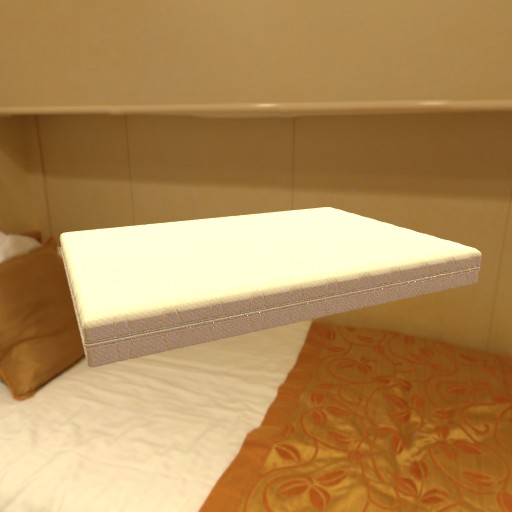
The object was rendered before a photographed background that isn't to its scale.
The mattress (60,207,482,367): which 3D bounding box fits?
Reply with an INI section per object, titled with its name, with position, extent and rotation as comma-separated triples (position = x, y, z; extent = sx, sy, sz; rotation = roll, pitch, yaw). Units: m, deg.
[mattress]
position = 0.000, 0.000, 2.550
extent = 2.000, 0.200, 1.400
rotation = -8, 19, -25
